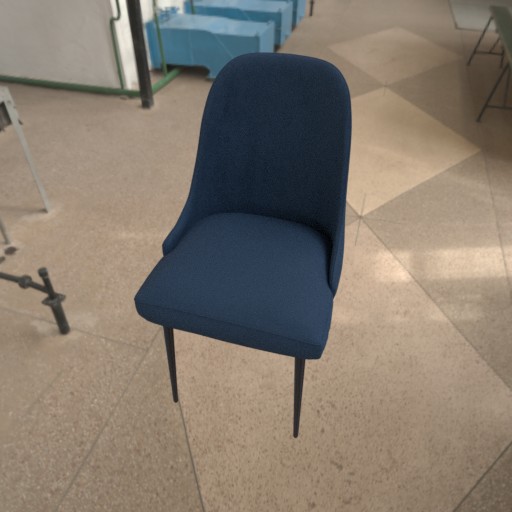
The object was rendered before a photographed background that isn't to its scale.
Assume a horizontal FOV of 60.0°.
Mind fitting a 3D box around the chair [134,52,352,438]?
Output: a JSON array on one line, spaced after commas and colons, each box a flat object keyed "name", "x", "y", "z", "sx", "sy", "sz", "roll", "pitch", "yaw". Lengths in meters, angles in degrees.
[{"name": "chair", "x": 0.000, "y": 0.000, "z": 1.217, "sx": 0.478, "sy": 0.896, "sz": 0.559, "roll": 12, "pitch": 43, "yaw": 13}]
